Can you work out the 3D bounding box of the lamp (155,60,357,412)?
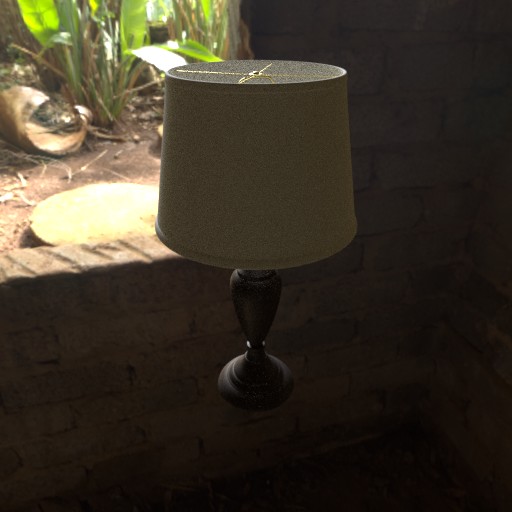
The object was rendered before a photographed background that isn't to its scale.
[{"bbox_3d":[0.000,0.000,0.784,0.335,0.611,0.335,0,30,0],"label":"lamp"}]
